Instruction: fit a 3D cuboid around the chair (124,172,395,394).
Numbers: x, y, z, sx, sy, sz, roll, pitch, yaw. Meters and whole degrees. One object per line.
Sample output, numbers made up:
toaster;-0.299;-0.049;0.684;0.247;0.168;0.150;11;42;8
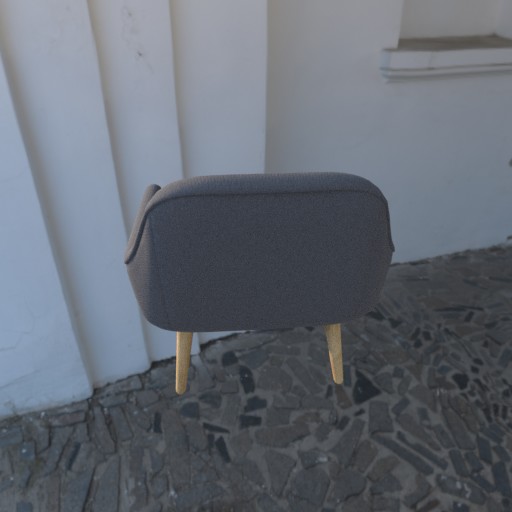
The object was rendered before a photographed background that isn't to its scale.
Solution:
chair;0.000;0.000;1.439;0.770;0.800;0.779;-2;30;-4
